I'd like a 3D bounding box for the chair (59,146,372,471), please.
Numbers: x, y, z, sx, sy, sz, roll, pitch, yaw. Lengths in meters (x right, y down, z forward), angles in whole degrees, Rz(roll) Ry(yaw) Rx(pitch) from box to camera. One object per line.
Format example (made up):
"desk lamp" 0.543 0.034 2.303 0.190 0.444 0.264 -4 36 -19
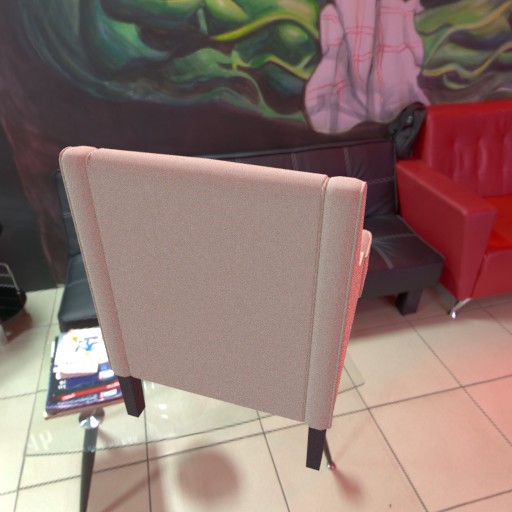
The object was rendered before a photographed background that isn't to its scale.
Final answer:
"chair" 0.000 0.000 1.432 0.689 0.886 0.806 10 34 15
